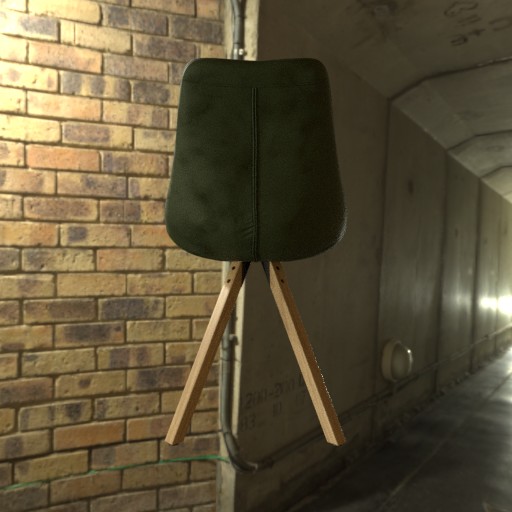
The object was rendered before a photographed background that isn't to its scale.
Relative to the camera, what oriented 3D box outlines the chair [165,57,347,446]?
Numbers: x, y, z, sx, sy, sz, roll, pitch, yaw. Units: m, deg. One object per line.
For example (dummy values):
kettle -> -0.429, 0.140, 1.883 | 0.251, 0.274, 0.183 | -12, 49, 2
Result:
chair -> 0.000, 0.000, 1.221 | 0.483, 0.865, 0.547 | 0, 0, 0
